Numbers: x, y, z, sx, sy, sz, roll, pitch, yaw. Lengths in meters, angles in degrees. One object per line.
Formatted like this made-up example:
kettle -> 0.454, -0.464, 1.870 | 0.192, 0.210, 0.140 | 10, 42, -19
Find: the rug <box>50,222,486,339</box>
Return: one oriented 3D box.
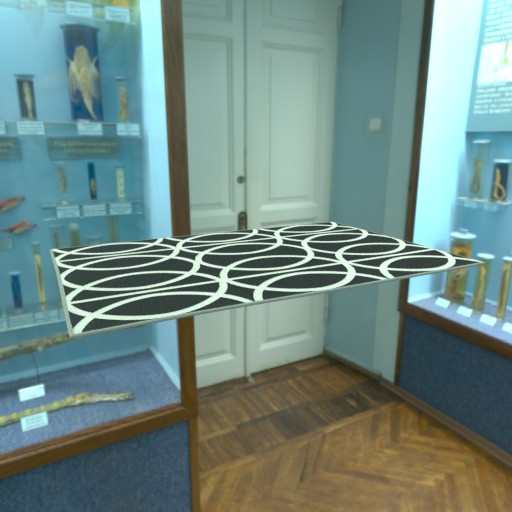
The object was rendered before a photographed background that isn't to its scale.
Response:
rug -> 0.000, 0.000, 2.773 | 2.290, 0.014, 1.526 | -7, 16, -26
